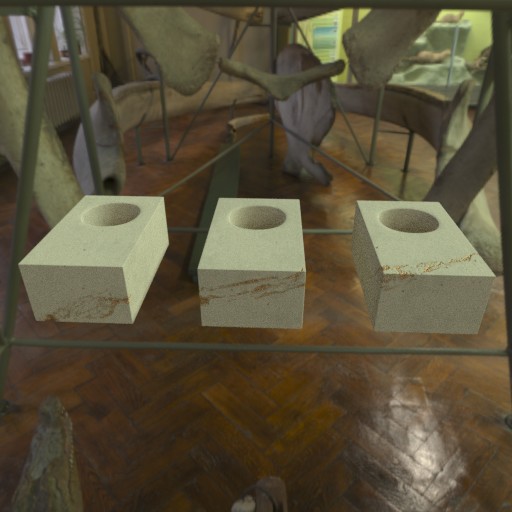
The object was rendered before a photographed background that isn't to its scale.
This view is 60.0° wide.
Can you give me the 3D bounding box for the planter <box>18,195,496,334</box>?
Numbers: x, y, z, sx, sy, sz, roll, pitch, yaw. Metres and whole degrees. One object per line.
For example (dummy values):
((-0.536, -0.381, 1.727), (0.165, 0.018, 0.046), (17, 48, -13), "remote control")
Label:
((0.000, 0.000, 0.376), (0.333, 0.051, 0.127), (1, 30, 2), "planter")
